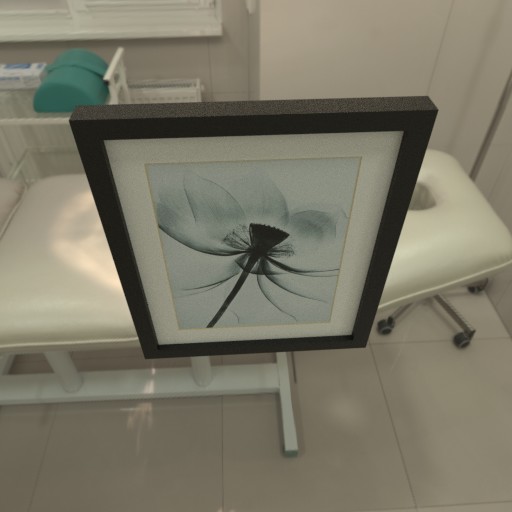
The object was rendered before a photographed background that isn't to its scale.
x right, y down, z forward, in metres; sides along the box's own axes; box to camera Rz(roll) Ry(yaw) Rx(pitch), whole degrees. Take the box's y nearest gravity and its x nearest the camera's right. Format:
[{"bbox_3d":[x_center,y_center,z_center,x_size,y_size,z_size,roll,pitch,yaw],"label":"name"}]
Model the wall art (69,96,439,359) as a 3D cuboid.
[{"bbox_3d":[0.000,0.000,0.539,0.330,0.381,0.029,-2,45,-2],"label":"wall art"}]
